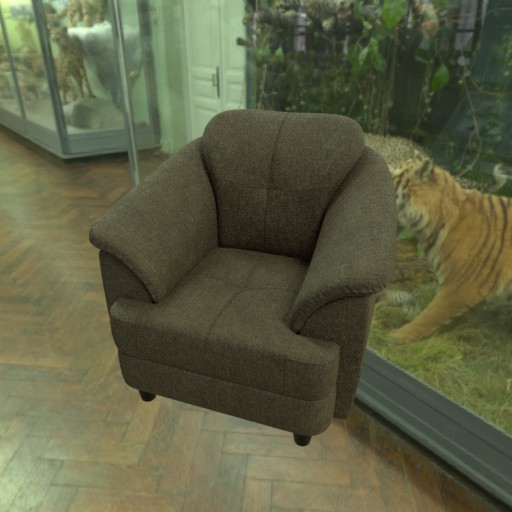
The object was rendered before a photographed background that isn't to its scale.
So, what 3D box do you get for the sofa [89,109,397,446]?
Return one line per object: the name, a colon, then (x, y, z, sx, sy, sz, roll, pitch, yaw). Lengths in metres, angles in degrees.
sofa: (0.000, 0.000, 1.466, 0.870, 0.811, 0.794, 9, 29, 17)
